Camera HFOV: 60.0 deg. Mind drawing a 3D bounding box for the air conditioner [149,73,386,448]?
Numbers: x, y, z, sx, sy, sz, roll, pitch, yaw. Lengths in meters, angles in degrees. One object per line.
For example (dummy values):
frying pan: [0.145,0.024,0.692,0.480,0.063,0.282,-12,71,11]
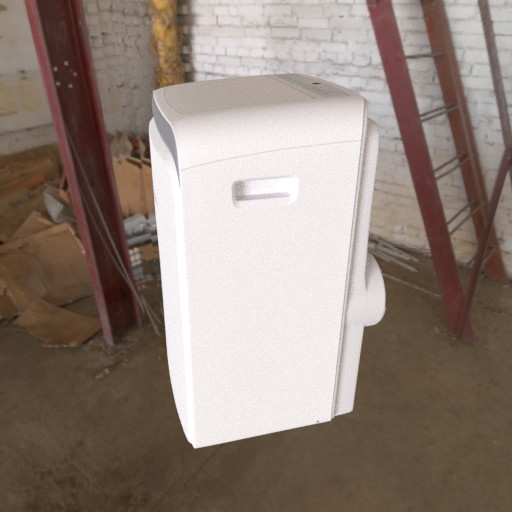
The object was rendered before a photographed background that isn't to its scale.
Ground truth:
air conditioner: [0.000,0.000,1.056,0.467,0.765,0.478,-8,31,-14]
